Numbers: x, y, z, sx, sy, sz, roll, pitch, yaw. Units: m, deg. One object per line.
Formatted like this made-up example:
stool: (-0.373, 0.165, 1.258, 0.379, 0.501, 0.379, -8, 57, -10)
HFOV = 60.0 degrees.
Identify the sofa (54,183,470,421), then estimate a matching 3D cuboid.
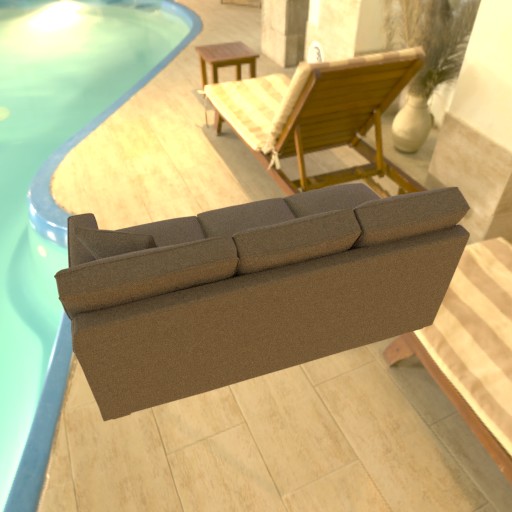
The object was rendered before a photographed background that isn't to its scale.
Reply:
sofa: (0.000, 0.000, 2.535, 1.963, 0.946, 1.034, -13, 43, -14)
